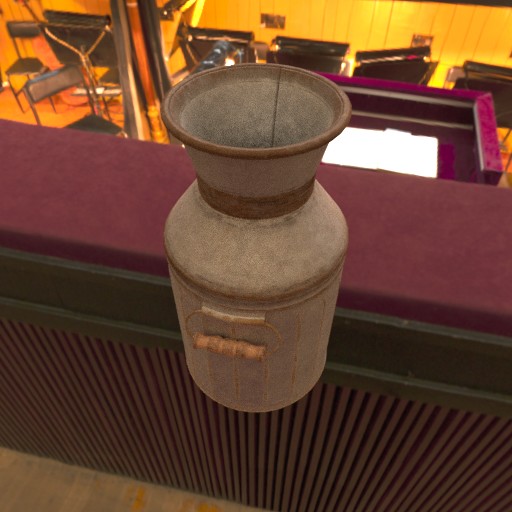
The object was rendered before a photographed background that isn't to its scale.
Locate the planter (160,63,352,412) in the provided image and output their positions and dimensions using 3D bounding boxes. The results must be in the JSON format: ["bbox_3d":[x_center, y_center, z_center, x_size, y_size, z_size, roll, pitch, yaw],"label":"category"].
[{"bbox_3d":[0.000,0.000,0.537,0.214,0.396,0.245,10,46,9],"label":"planter"}]
